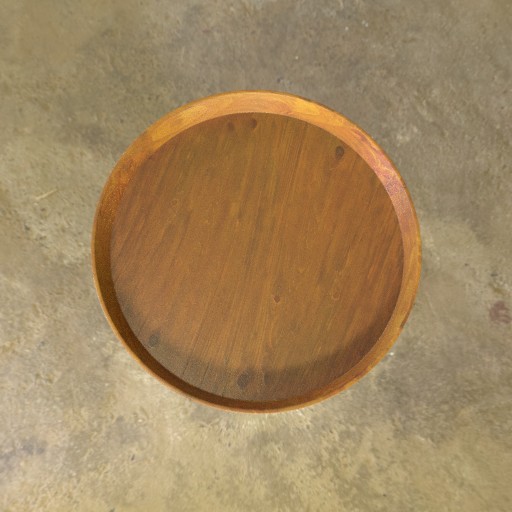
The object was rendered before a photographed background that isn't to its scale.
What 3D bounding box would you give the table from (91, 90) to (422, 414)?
[{"bbox_3d":[0.000,0.000,1.563,1.016,0.470,1.016,0,75,0],"label":"table"}]
